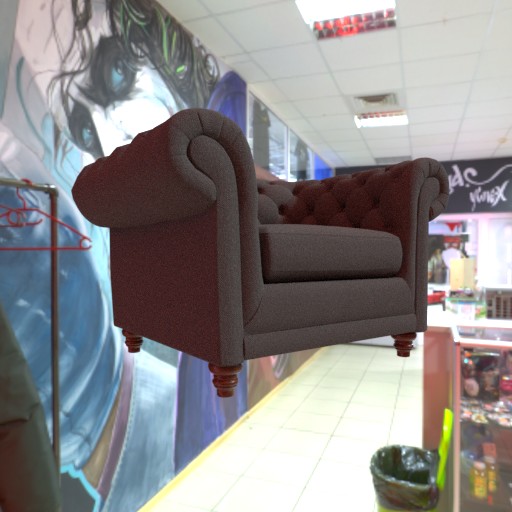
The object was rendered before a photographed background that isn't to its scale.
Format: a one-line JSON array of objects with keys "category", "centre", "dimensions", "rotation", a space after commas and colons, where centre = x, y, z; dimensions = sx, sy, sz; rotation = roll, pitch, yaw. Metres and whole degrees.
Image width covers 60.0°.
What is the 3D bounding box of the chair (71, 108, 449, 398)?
[{"category": "chair", "centre": [0.000, 0.000, 1.799], "dimensions": [1.270, 0.770, 0.976], "rotation": [0, 0, -36]}]
